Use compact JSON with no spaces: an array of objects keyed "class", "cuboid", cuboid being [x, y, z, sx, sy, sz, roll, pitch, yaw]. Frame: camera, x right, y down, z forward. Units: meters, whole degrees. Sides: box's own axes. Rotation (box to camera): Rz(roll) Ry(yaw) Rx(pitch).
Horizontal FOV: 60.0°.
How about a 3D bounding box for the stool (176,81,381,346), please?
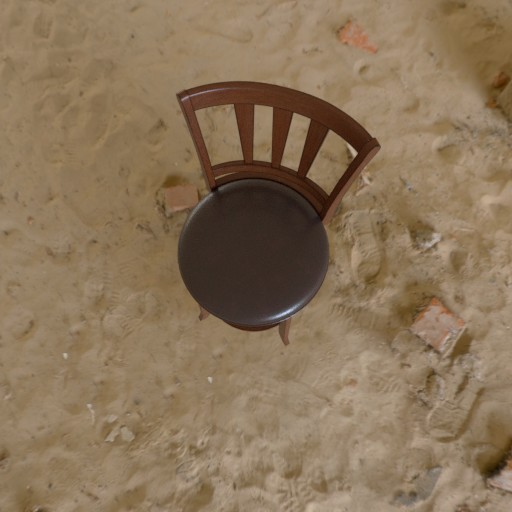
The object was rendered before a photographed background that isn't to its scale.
[{"class":"stool","cuboid":[0.000,0.000,1.482,0.464,1.177,0.503,16,76,4]}]
